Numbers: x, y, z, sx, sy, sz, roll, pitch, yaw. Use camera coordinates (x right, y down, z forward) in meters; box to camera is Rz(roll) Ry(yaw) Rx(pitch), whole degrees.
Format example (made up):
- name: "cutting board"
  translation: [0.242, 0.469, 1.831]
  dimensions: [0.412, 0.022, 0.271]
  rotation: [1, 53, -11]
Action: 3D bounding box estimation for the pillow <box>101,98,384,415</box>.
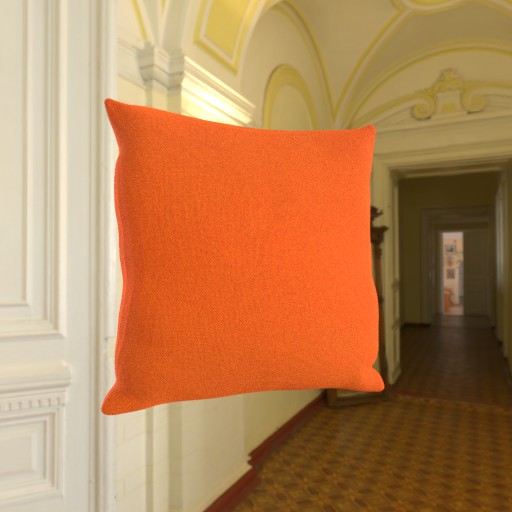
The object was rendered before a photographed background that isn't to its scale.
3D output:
- name: "pillow"
  translation: [0.000, 0.000, 0.671]
  dimensions: [0.440, 0.441, 0.182]
  rotation: [0, -1, -19]
